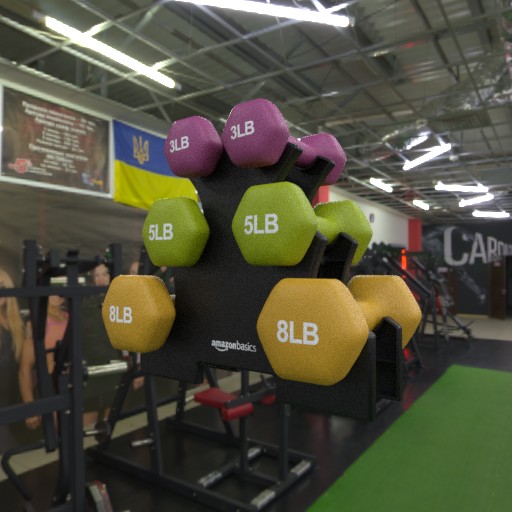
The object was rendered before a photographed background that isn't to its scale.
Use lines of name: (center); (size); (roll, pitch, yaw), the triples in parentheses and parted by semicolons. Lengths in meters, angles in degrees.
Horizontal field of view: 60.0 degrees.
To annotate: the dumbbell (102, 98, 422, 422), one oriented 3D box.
dumbbell: (0.000, 0.000, 0.471); (0.300, 0.271, 0.190); (-1, -2, 36)
